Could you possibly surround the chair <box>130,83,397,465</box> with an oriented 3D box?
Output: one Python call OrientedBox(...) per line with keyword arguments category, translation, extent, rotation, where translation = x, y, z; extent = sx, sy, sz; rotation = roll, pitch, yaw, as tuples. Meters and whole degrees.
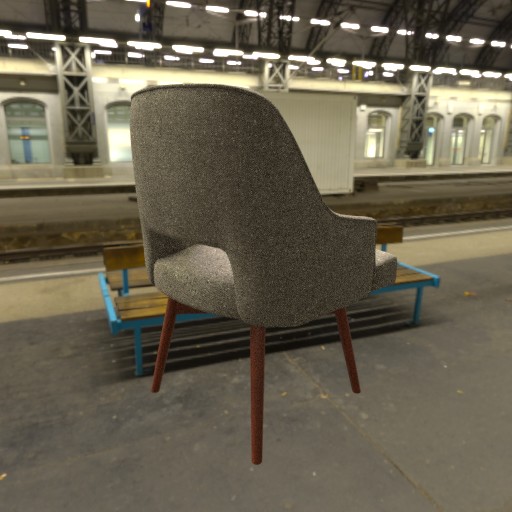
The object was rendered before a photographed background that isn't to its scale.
OrientedBox(category="chair", translation=(0.000, 0.000, 1.279), extent=(0.608, 0.875, 0.629), rotation=(14, 20, 43))
